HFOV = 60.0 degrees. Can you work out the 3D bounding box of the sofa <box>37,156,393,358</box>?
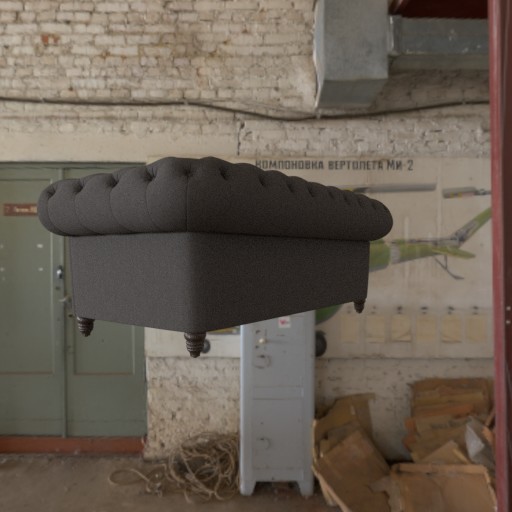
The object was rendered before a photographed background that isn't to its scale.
[{"bbox_3d":[0.000,0.000,2.474,0.986,0.764,1.998,0,0,36],"label":"sofa"}]
